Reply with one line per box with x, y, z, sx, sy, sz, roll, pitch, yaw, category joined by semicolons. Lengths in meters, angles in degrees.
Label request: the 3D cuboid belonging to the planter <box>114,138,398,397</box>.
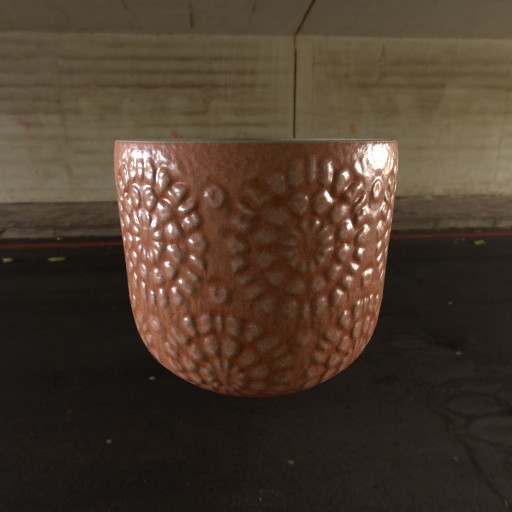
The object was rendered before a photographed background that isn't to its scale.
0.000;0.000;0.214;0.124;0.109;0.124;0;15;0;planter
